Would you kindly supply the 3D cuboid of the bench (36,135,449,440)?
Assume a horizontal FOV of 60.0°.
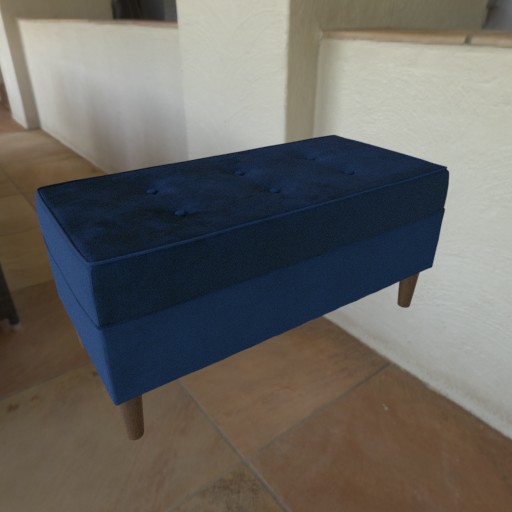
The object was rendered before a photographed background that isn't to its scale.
[{"bbox_3d":[0.000,0.000,1.253,1.010,0.467,0.489,-18,33,-29],"label":"bench"}]
